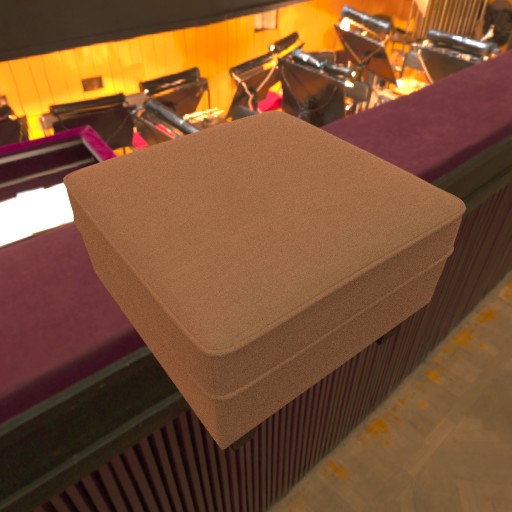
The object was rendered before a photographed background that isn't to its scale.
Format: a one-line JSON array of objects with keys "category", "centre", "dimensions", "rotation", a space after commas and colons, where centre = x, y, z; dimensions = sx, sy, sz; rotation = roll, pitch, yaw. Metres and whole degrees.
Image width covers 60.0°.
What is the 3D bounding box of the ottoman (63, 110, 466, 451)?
[{"category": "ottoman", "centre": [0.000, 0.000, 1.012], "dimensions": [0.616, 0.438, 0.613], "rotation": [-26, 47, -27]}]
